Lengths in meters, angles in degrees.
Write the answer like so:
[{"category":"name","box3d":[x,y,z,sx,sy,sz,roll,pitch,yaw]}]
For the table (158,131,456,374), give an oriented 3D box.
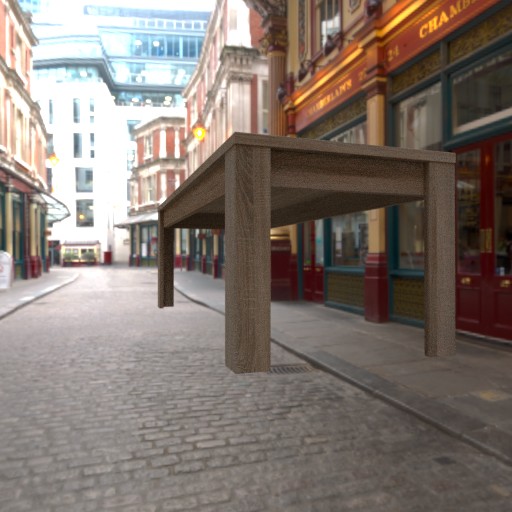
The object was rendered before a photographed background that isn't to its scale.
[{"category":"table","box3d":[0.000,0.000,2.628,0.900,0.790,2.200,0,-1,-19]}]
